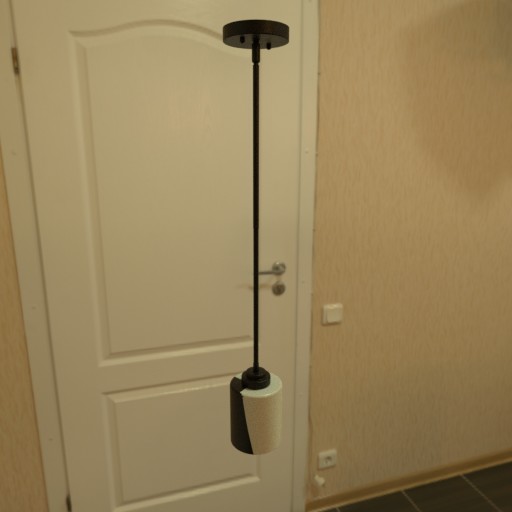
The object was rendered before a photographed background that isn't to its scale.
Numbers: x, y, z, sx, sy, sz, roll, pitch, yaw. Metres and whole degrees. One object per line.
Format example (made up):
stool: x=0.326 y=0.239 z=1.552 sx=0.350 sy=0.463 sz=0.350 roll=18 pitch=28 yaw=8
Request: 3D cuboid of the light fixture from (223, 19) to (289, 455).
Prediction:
light fixture: x=0.000 y=0.000 z=0.920 sx=0.123 sy=0.863 sz=0.123 roll=13 pitch=18 yaw=42
